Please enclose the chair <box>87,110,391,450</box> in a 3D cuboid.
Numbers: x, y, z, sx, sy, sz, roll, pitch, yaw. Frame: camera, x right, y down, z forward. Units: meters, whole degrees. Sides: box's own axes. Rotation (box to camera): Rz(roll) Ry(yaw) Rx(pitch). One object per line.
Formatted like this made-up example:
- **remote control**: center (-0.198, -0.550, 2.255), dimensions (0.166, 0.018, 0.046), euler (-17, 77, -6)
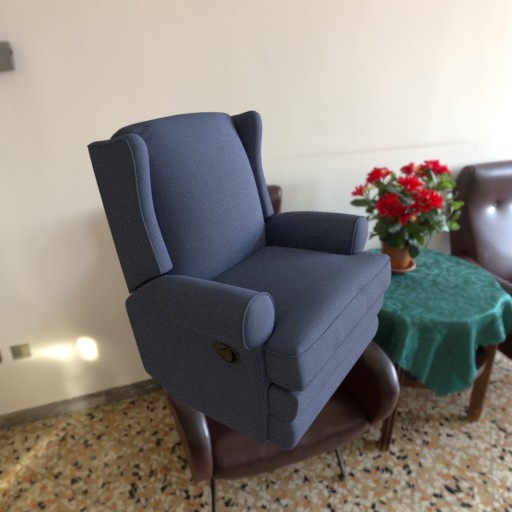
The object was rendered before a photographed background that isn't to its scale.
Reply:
- **chair**: center (0.000, 0.000, 1.742), dimensions (0.877, 1.020, 0.971), euler (16, 29, 30)
